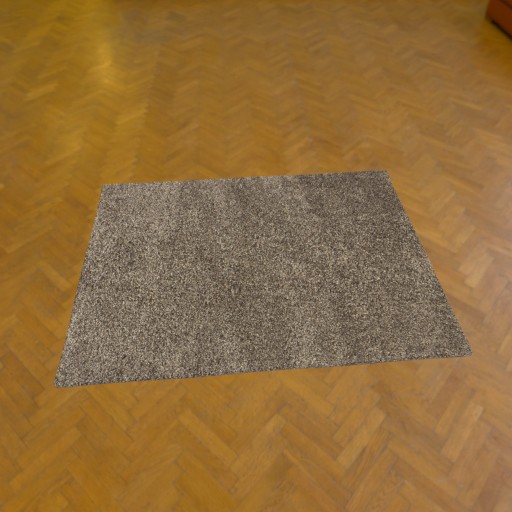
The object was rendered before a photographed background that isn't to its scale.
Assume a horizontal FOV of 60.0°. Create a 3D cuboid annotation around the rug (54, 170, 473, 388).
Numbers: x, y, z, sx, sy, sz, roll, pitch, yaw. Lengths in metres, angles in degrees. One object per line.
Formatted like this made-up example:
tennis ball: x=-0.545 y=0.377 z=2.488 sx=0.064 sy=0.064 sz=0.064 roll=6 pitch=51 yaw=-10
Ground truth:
rug: x=0.000 y=0.000 z=2.093 sx=1.601 sy=0.025 sz=1.198 roll=-4 pitch=47 yaw=-3
